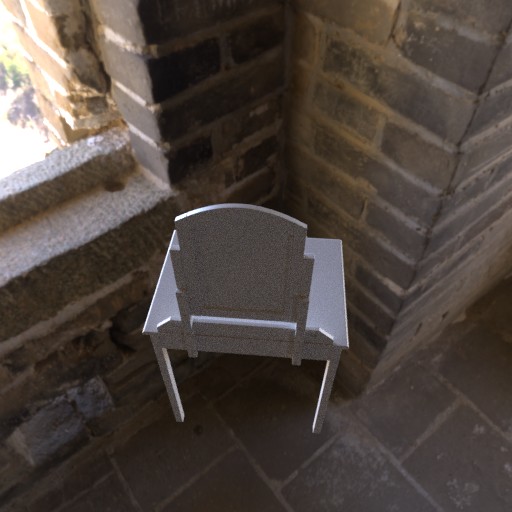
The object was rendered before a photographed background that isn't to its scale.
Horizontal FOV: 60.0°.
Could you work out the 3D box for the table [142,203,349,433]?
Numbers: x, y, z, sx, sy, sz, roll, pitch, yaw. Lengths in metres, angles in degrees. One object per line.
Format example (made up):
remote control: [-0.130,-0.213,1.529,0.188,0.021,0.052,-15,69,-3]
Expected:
table: [0.000,0.000,2.333,0.876,1.631,1.211,4,46,3]
